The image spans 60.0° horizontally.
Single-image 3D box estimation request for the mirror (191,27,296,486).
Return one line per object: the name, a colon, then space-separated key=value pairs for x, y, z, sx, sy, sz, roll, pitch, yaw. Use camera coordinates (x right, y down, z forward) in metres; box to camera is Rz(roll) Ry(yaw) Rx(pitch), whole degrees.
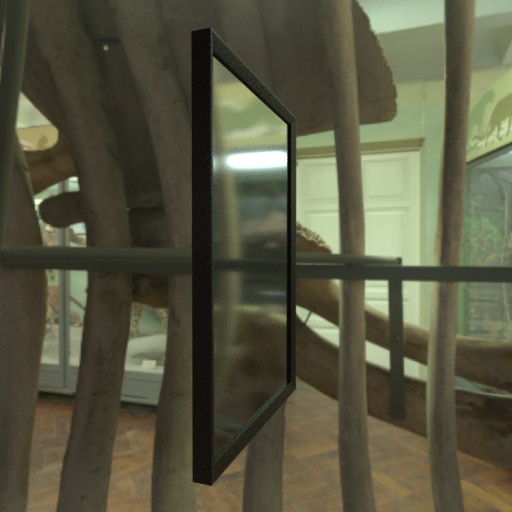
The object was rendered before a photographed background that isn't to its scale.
mirror: x=0.000 y=0.000 z=0.930 sx=0.039 sy=0.710 sz=0.507 roll=0 pitch=1 yaw=20
